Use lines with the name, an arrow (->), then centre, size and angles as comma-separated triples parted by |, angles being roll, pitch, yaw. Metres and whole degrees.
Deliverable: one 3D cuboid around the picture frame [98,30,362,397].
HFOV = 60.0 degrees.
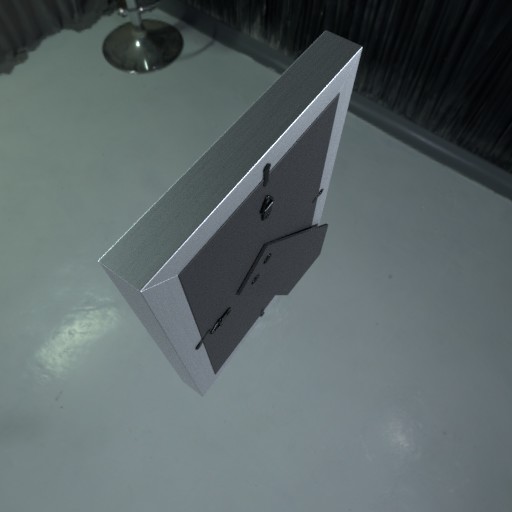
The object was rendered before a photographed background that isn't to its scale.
picture frame -> 0.000, 0.000, 0.278 | 0.028, 0.208, 0.157 | 33, 67, 16
